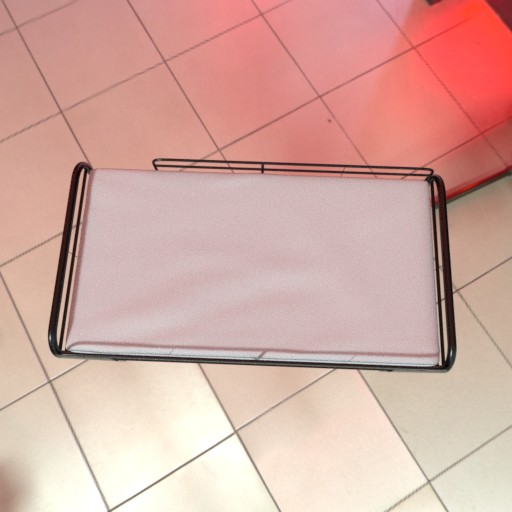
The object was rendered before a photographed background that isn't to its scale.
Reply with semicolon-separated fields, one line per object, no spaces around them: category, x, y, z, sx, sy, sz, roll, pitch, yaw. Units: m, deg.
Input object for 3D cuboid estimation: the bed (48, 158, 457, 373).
bed;0.000;0.000;2.878;1.968;1.289;1.393;2;76;1
